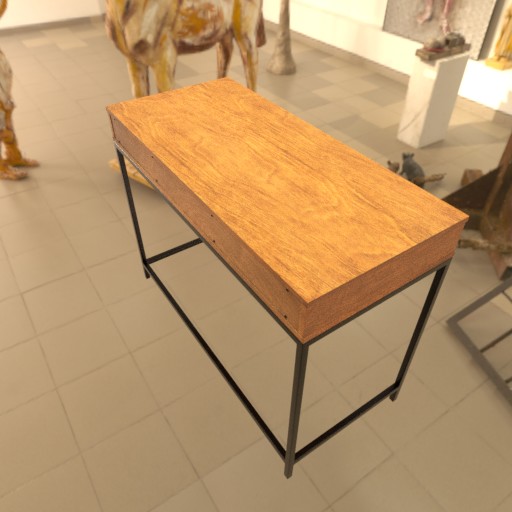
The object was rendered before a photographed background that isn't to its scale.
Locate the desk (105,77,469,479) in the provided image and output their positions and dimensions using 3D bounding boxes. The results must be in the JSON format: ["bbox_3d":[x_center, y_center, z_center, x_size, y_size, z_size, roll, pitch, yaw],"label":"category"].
[{"bbox_3d":[0.000,0.000,1.448,0.470,0.762,1.016,-24,47,-25],"label":"desk"}]
